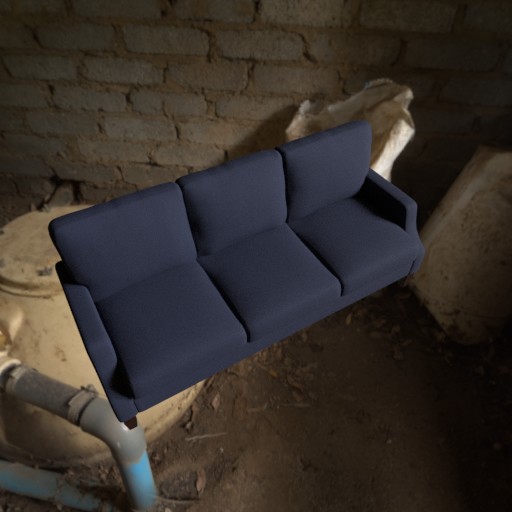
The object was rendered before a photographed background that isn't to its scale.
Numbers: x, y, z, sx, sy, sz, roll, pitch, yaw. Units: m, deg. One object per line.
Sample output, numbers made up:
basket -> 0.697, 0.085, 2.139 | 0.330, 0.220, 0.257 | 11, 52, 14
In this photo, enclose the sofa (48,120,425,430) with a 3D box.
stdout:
sofa -> 0.000, 0.000, 2.664 | 2.115, 0.984, 0.888 | -23, 50, -21
